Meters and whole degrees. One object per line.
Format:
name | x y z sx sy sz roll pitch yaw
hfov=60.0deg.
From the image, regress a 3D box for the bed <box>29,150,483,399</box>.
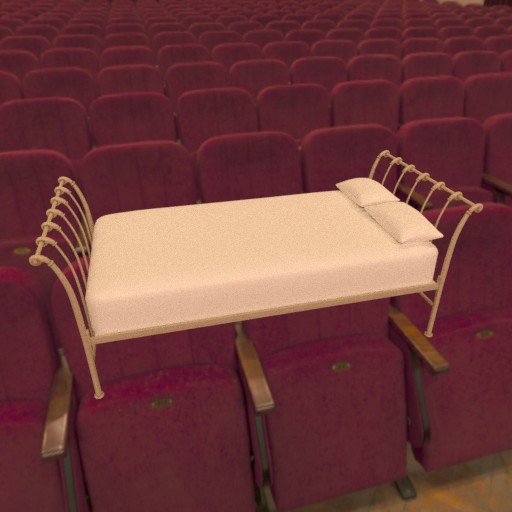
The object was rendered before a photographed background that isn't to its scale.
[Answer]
bed | 0.000 0.000 2.726 2.228 0.873 1.032 -7 31 -12
